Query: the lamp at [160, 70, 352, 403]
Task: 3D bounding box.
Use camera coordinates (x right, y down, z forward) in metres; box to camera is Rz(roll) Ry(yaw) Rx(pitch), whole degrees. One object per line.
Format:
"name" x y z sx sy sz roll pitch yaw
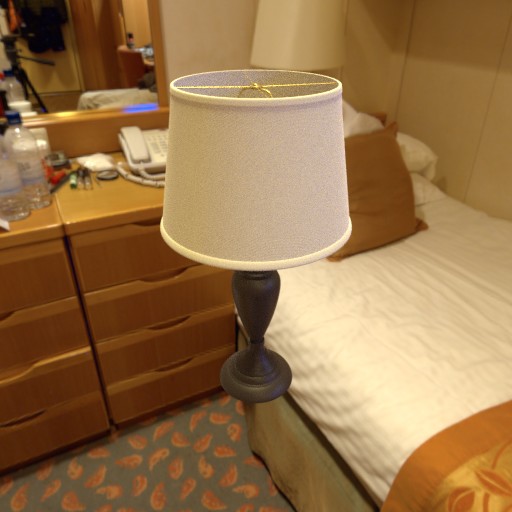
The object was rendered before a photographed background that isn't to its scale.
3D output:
"lamp" 0.000 0.000 0.826 0.335 0.611 0.335 0 30 0
